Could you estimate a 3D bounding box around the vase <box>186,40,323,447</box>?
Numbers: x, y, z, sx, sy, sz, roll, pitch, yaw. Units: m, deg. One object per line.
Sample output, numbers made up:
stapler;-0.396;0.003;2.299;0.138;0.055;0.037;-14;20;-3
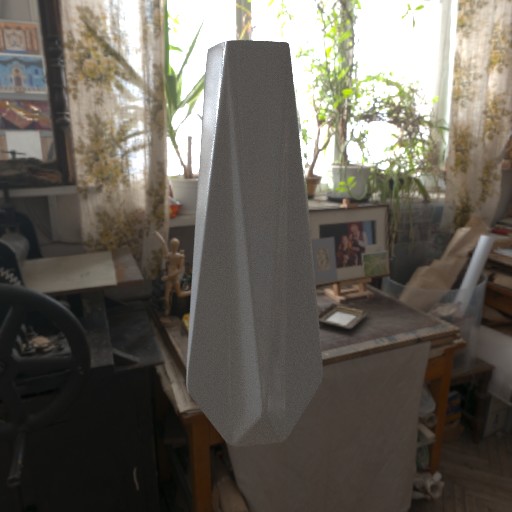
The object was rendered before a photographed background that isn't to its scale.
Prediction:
vase;0.000;0.000;0.384;0.122;0.329;0.116;8;18;26
